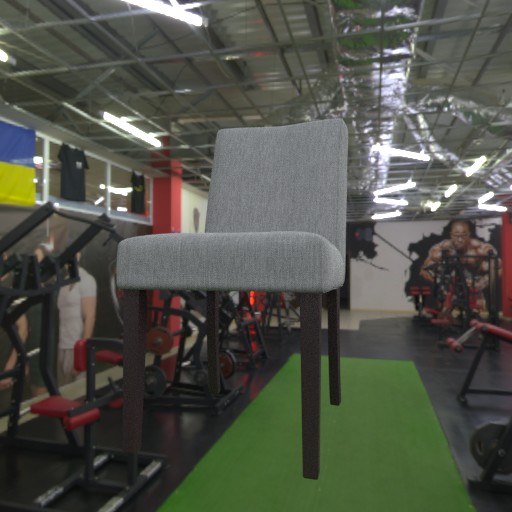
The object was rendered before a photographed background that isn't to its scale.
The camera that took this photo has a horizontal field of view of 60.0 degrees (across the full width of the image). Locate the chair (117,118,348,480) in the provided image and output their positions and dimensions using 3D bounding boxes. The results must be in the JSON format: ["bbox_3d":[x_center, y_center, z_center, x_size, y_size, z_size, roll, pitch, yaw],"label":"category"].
[{"bbox_3d":[0.000,0.000,1.218,0.487,0.884,0.629,0,-1,17],"label":"chair"}]
